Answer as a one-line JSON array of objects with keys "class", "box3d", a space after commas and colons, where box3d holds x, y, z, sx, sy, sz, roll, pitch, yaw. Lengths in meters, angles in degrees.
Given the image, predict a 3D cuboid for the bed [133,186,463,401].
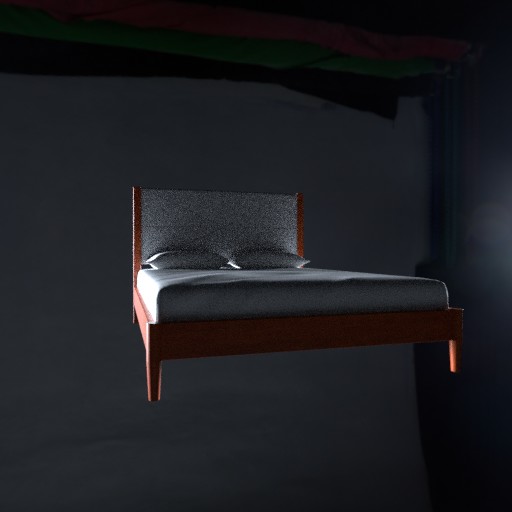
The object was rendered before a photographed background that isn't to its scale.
[{"class": "bed", "box3d": [0.000, 0.000, 3.021, 1.566, 1.165, 2.117, 0, 1, -17]}]
